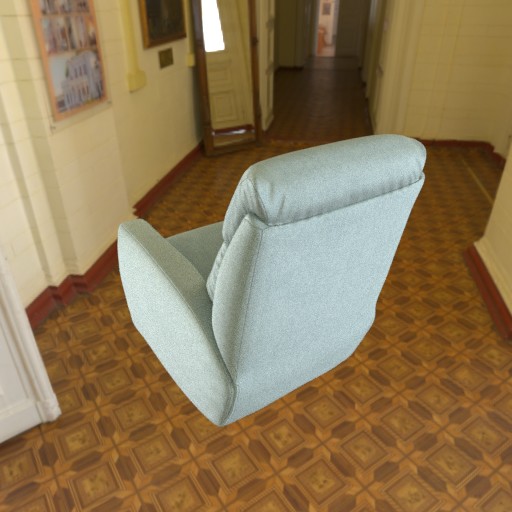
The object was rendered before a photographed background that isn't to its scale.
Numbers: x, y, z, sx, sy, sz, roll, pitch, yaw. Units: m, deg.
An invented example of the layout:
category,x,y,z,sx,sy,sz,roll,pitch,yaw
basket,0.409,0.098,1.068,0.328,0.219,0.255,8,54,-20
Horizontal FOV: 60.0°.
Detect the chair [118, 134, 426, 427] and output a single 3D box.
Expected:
category,x,y,z,sx,sy,sz,roll,pitch,yaw
chair,0.000,0.000,1.667,0.812,1.013,0.940,-19,35,-30
